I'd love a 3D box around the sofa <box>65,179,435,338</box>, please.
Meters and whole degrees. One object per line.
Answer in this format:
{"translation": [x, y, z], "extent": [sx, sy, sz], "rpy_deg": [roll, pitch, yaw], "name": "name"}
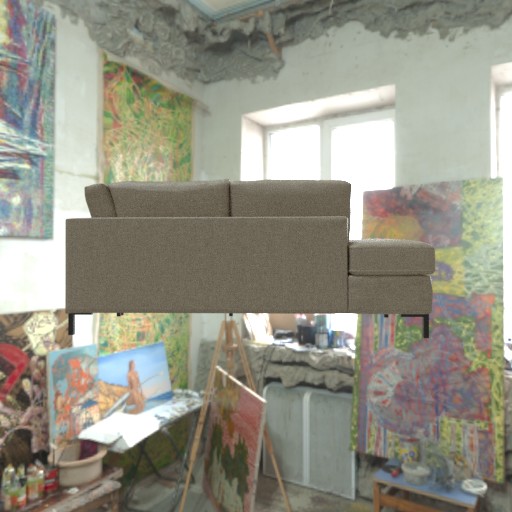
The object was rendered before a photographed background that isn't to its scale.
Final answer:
{"translation": [0.000, 0.000, 3.084], "extent": [1.617, 0.703, 2.423], "rpy_deg": [0, 0, 2], "name": "sofa"}
